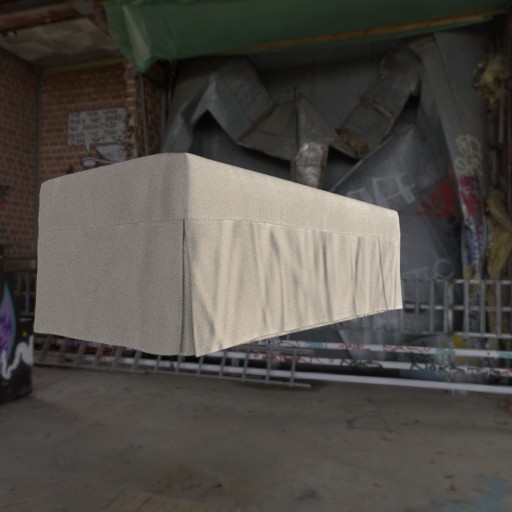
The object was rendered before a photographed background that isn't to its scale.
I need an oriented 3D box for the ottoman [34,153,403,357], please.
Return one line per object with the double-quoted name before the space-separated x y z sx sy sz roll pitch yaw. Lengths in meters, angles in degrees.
"ottoman" 0.000 0.000 1.657 0.665 0.457 1.388 -1 -1 37
